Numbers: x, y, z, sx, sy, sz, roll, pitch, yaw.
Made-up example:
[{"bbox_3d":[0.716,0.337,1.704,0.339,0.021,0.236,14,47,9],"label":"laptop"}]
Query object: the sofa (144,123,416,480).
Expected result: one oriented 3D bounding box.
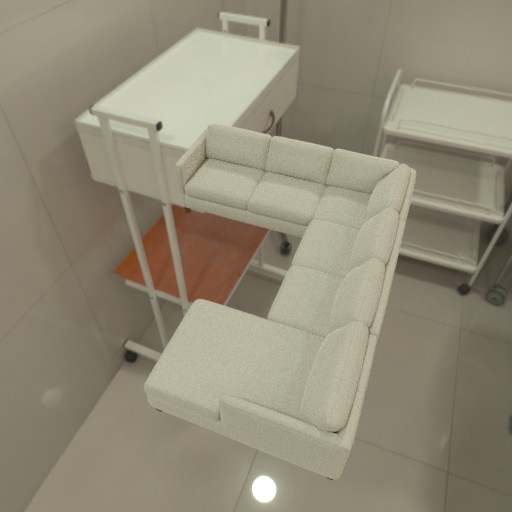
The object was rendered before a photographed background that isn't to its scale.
[{"bbox_3d":[0.000,0.000,4.295,2.551,0.853,3.238,16,48,15],"label":"sofa"}]
